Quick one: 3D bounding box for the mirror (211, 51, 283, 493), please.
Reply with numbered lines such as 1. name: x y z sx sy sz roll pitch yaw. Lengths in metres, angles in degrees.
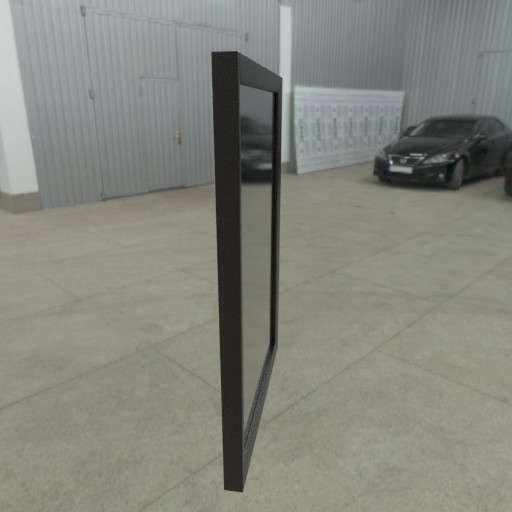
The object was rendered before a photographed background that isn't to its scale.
1. mirror: 0.000 0.000 0.908 0.040 0.710 0.507 3 19 9
